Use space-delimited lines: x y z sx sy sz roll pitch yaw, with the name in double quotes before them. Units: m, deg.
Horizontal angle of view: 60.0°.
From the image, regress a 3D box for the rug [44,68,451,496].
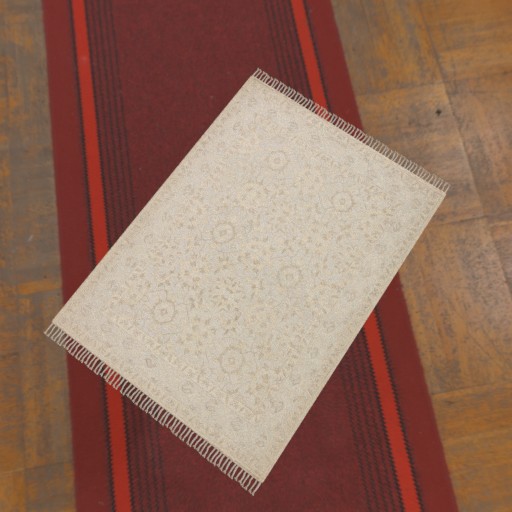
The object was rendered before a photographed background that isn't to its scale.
"rug" 0.000 0.000 2.192 1.223 0.015 1.771 34 78 8
